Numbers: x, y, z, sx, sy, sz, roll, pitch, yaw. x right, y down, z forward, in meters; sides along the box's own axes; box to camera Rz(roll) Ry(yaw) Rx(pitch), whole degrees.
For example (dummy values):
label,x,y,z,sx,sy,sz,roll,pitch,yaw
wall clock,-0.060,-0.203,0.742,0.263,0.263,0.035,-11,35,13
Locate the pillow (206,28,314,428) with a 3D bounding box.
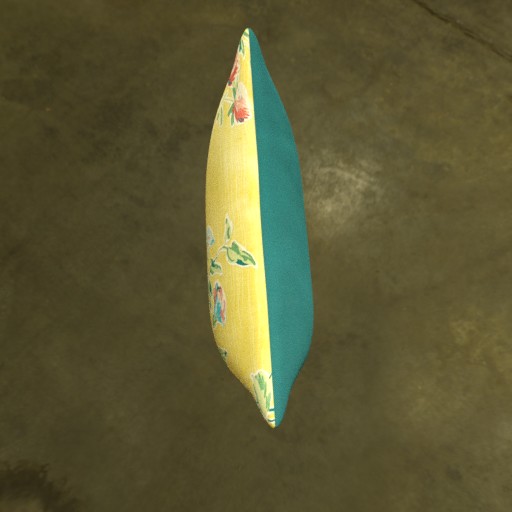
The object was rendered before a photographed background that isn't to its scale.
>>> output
label,x,y,z,sx,sy,sz,roll,pitch,yaw
pillow,0.000,0.000,0.788,0.166,0.508,0.525,-3,75,-1
